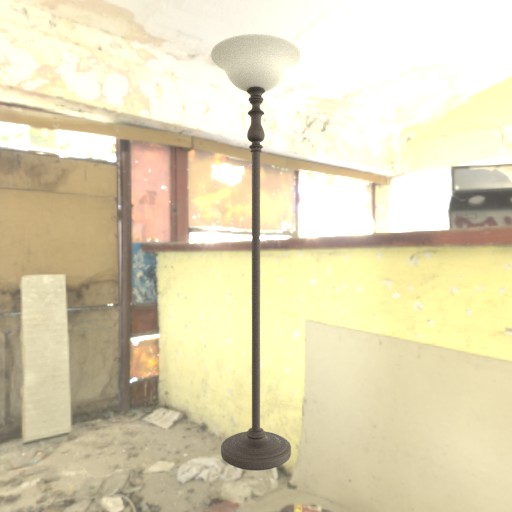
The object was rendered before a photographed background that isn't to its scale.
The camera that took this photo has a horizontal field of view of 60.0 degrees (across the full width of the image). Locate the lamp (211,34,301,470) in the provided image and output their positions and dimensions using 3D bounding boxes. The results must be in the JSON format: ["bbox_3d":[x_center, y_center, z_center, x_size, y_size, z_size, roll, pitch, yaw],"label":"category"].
[{"bbox_3d":[0.000,0.000,1.994,0.405,1.797,0.405,0,0,-20],"label":"lamp"}]
